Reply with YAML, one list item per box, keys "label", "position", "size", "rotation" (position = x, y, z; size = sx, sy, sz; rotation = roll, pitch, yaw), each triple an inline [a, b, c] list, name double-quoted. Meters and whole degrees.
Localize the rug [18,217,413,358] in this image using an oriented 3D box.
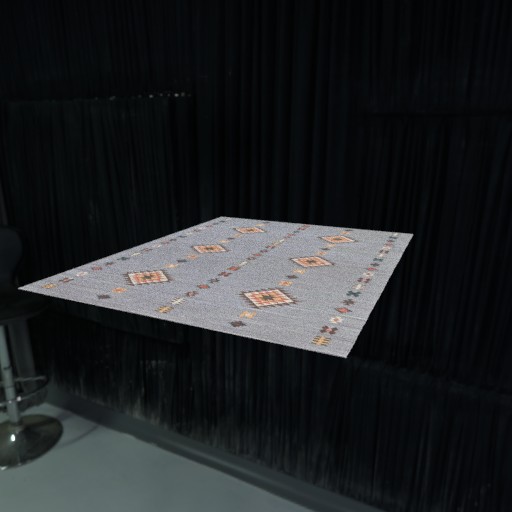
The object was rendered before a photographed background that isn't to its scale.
- label: "rug"
  position: [0.000, 0.000, 4.070]
  size: [2.425, 0.008, 3.035]
  rotation: [7, 17, 24]
